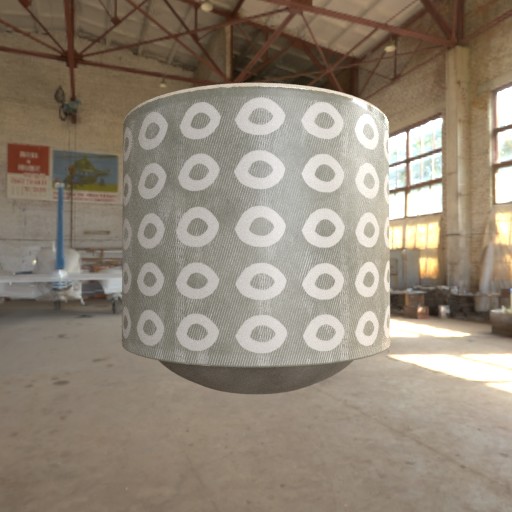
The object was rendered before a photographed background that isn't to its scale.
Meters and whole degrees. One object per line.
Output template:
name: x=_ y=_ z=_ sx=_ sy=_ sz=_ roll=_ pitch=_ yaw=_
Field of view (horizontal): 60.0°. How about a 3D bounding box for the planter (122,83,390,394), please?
planter: x=0.000 y=0.000 z=0.433 sx=0.250 sy=0.239 sz=0.250 roll=0 pitch=-1 yaw=0
